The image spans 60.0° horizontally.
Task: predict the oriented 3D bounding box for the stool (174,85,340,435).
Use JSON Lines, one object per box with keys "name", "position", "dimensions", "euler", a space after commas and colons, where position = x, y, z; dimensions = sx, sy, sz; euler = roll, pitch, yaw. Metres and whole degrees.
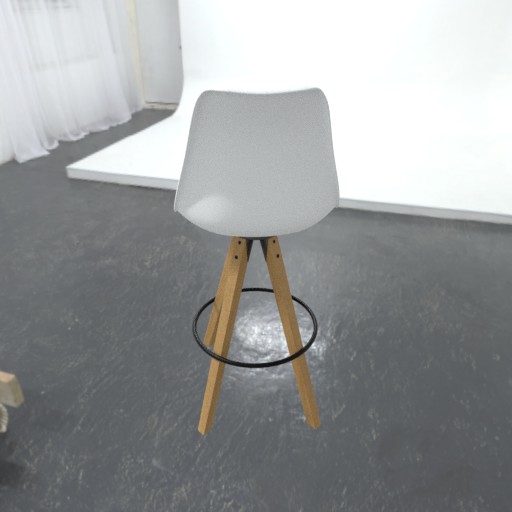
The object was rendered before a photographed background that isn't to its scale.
{"name": "stool", "position": [0.000, 0.000, 1.431], "dimensions": [0.482, 1.115, 0.549], "euler": [-2, 30, -3]}
